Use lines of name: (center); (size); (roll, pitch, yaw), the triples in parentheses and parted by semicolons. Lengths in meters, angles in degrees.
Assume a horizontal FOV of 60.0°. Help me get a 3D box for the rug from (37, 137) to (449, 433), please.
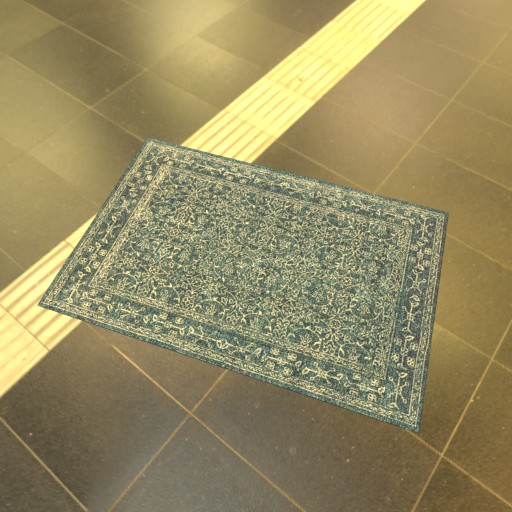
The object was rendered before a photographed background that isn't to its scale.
rug: (0.000, 0.000, 2.274); (1.819, 0.005, 1.200); (16, 60, 10)
